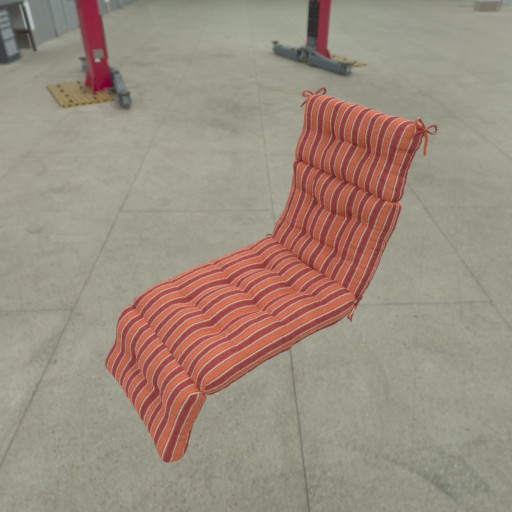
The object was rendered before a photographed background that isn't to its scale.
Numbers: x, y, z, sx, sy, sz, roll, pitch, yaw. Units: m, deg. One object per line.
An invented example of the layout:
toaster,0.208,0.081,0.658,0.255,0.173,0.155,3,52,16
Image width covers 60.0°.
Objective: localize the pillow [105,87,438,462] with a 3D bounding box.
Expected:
pillow,0.000,0.000,1.466,1.016,0.863,0.526,-23,41,-30
